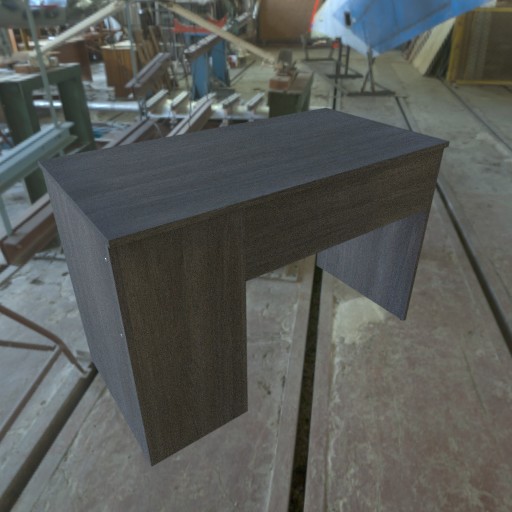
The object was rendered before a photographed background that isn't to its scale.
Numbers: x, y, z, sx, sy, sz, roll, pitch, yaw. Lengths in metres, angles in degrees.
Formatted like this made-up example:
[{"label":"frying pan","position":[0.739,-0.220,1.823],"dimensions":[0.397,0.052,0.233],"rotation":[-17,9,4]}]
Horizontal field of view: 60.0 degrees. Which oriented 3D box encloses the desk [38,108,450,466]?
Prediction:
[{"label":"desk","position":[0.000,0.000,1.499],"dimensions":[1.096,0.730,0.560],"rotation":[-20,37,-30]}]
